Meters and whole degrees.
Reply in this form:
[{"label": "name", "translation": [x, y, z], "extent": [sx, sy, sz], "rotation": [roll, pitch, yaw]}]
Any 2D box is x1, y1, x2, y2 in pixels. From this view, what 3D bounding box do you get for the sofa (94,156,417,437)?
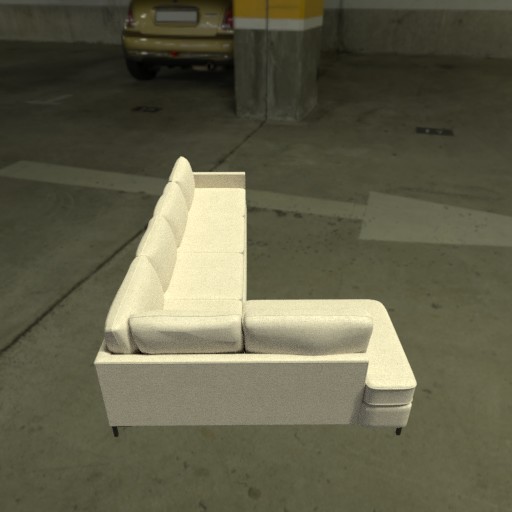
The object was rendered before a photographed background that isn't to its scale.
[{"label": "sofa", "translation": [0.000, 0.000, 4.276], "extent": [2.048, 0.996, 3.384], "rotation": [0, 31, 0]}]
